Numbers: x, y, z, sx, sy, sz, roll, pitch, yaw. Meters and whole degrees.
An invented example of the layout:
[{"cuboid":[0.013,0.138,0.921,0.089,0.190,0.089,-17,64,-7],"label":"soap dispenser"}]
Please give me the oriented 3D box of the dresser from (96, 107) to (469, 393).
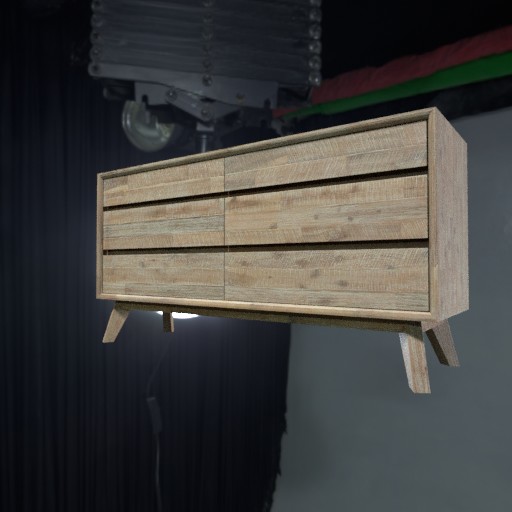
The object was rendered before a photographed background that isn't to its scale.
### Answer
[{"cuboid":[0.000,0.000,1.863,1.554,0.805,0.455,-1,-2,35],"label":"dresser"}]
